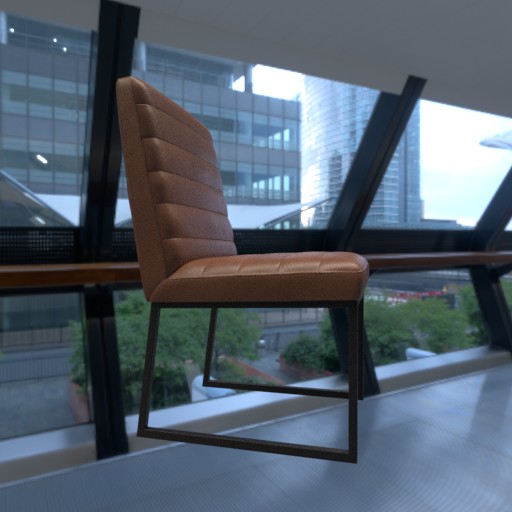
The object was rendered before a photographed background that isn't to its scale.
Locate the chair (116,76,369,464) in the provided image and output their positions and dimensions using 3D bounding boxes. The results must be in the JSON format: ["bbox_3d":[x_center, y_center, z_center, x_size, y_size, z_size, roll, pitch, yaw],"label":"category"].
[{"bbox_3d":[0.000,0.000,1.293,0.634,0.930,0.520,0,0,15],"label":"chair"}]
